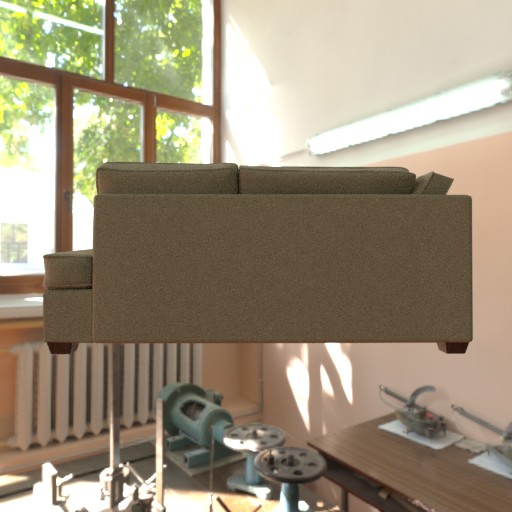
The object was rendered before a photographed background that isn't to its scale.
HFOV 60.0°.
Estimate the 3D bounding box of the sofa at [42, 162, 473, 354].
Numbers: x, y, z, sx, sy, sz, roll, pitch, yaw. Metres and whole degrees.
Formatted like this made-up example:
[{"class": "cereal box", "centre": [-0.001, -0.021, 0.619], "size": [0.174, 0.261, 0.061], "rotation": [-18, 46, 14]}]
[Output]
[{"class": "sofa", "centre": [0.000, 0.000, 2.810], "size": [2.237, 1.033, 1.110], "rotation": [0, -1, 0]}]
